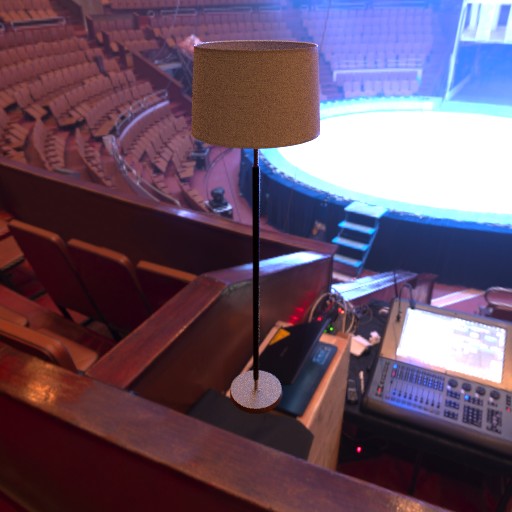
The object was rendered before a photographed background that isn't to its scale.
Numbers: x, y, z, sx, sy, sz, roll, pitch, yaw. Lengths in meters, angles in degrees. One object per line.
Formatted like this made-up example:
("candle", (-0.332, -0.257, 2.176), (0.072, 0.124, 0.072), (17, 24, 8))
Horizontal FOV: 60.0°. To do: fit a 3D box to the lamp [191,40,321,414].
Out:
("lamp", (0.000, 0.000, 1.676), (0.420, 1.447, 0.420), (0, 30, 0))
